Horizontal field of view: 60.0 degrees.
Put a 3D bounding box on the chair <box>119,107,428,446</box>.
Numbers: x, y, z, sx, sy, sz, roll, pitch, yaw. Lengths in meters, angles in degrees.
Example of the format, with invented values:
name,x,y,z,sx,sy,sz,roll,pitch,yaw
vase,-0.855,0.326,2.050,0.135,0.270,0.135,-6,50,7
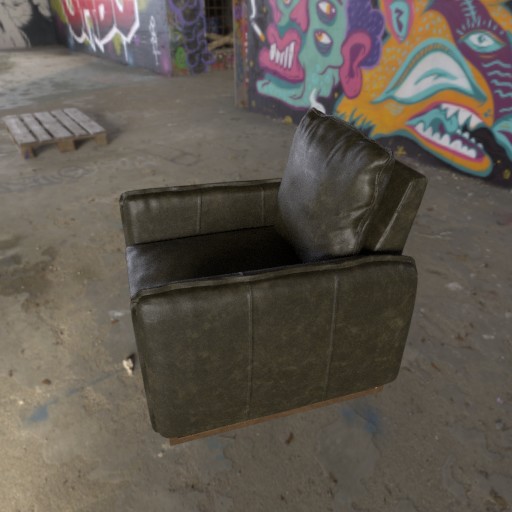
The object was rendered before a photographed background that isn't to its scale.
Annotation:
name,x,y,z,sx,sy,sz,roll,pitch,yaw
chair,0.000,0.000,1.626,0.921,0.921,0.830,-9,32,-15
